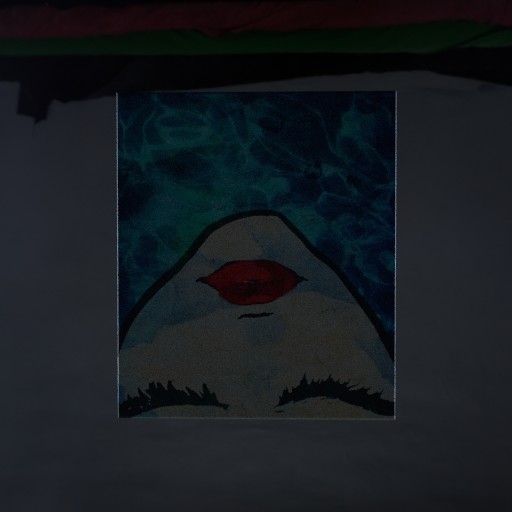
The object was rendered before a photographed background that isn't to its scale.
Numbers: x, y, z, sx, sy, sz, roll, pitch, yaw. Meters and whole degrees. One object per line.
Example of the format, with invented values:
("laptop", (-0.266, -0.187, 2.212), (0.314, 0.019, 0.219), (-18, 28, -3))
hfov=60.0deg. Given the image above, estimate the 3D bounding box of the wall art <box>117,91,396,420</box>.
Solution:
("wall art", (0.000, 0.000, 0.706), (0.432, 0.508, 0.038), (0, 1, 1))
